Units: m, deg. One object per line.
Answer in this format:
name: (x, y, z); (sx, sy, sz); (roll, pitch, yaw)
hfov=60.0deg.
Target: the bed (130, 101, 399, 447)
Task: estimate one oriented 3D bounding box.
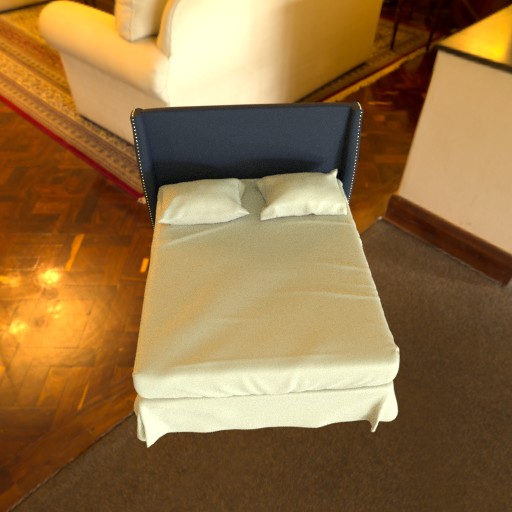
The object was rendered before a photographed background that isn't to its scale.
bed: (0.000, 0.000, 3.370); (1.925, 1.332, 2.276); (-3, 46, -3)
